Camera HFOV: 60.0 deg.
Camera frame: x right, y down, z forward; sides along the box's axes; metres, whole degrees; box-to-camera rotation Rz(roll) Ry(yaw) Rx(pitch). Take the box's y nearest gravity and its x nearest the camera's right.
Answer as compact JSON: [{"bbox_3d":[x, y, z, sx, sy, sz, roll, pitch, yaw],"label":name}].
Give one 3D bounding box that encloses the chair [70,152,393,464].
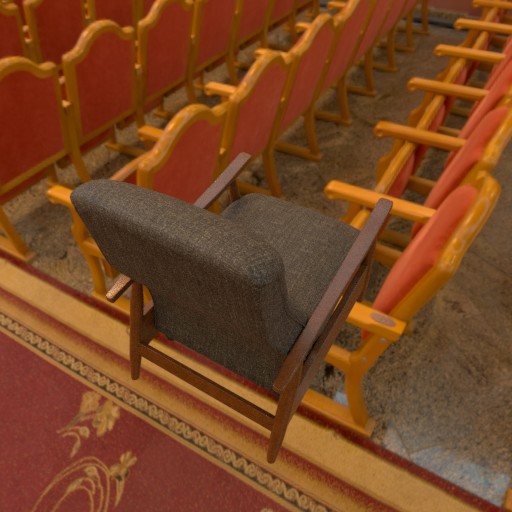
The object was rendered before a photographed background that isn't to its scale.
[{"bbox_3d":[0.000,0.000,1.767,0.762,1.082,1.014,23,49,21],"label":"chair"}]
